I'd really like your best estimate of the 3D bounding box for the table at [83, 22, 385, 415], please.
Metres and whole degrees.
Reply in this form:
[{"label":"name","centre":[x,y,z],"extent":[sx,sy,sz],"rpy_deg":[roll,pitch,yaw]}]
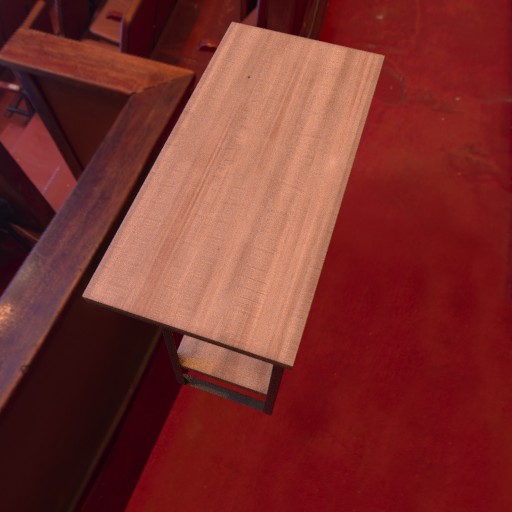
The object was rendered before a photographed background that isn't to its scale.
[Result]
[{"label":"table","centre":[0.000,0.000,1.021],"extent":[0.300,0.701,0.599],"rpy_deg":[17,65,8]}]
